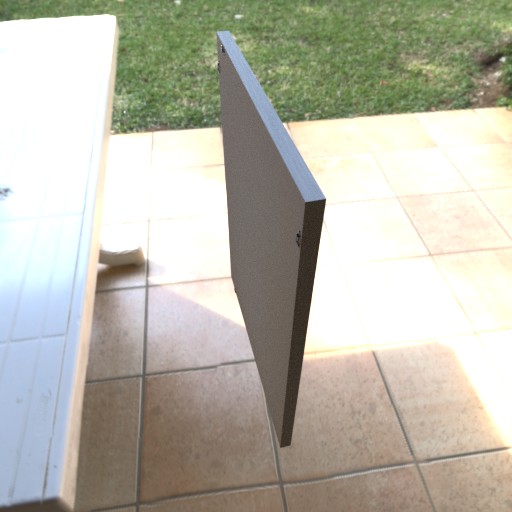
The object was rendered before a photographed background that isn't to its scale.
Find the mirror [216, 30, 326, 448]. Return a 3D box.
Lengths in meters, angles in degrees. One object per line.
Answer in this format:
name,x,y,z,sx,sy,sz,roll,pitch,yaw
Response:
mirror,0.000,0.000,1.328,0.040,1.016,0.762,-10,47,-10
